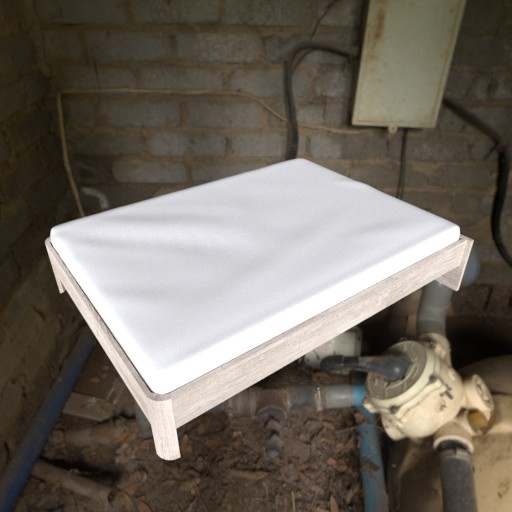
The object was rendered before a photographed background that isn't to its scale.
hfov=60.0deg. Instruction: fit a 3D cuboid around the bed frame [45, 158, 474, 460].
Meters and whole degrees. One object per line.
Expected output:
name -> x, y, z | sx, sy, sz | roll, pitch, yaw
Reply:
bed frame -> 0.000, 0.000, 2.576 | 1.950, 0.462, 1.490 | -22, 39, -30
